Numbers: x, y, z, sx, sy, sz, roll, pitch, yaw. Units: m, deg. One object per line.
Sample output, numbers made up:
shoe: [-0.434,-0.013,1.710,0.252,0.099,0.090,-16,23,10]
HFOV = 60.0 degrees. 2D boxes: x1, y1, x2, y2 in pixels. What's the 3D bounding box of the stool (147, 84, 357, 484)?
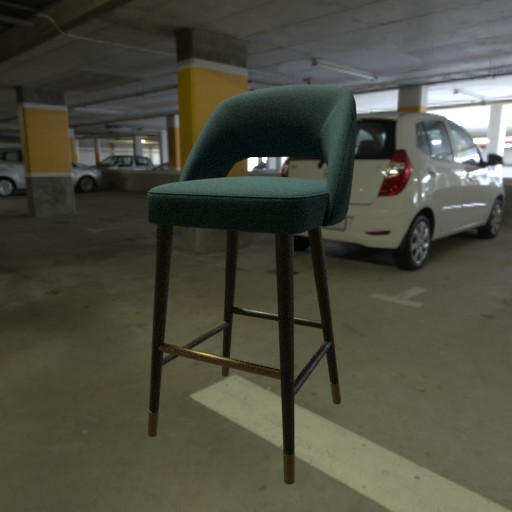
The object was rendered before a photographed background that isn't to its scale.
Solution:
stool: [0.000,0.000,1.326,0.536,1.032,0.522,6,13,26]
